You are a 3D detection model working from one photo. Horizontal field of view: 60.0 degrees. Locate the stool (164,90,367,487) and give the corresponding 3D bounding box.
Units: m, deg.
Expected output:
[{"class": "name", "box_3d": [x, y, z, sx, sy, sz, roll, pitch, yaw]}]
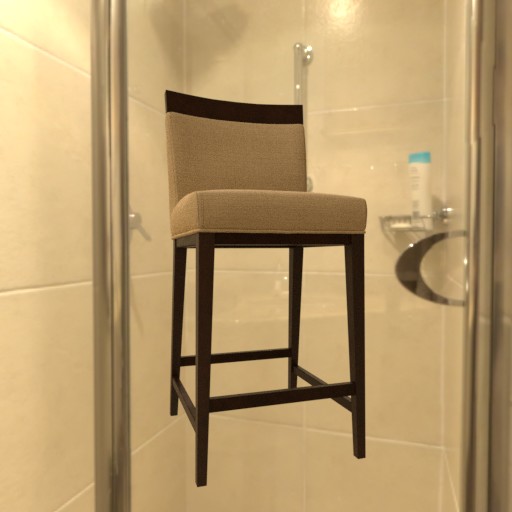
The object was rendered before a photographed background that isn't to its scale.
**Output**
[{"class": "stool", "box_3d": [0.000, 0.000, 1.393, 0.511, 1.117, 0.531, 0, 1, -19]}]
